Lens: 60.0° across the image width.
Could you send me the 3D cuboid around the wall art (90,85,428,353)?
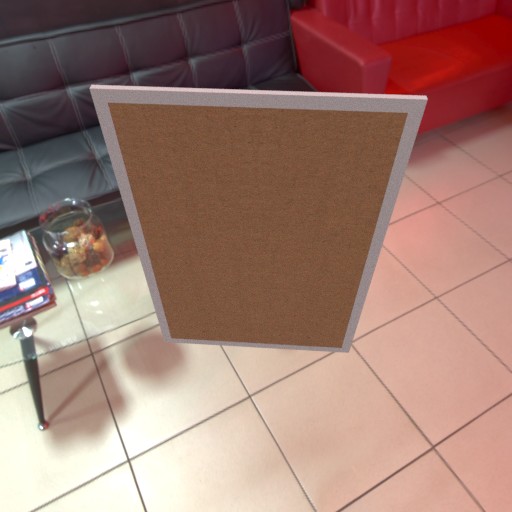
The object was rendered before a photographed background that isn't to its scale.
[{"bbox_3d":[0.000,0.000,1.229,0.660,0.965,0.015,3,48,3],"label":"wall art"}]
